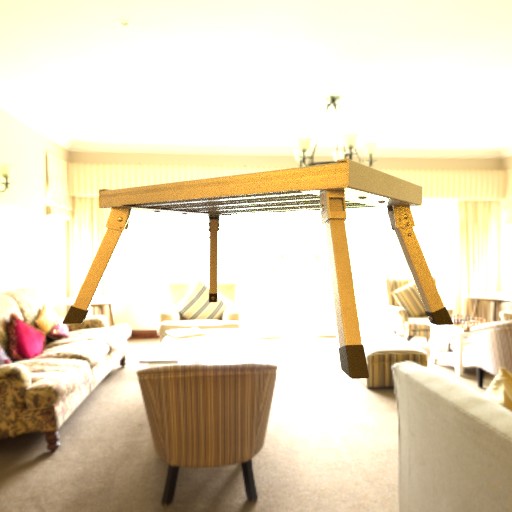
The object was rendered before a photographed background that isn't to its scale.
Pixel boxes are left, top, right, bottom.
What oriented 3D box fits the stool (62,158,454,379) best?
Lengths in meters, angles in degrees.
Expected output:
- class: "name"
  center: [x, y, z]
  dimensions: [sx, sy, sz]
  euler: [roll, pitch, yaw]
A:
- class: "stool"
  center: [0.000, 0.000, 0.732]
  dimensions: [0.535, 0.225, 0.385]
  euler: [1, 2, 36]
